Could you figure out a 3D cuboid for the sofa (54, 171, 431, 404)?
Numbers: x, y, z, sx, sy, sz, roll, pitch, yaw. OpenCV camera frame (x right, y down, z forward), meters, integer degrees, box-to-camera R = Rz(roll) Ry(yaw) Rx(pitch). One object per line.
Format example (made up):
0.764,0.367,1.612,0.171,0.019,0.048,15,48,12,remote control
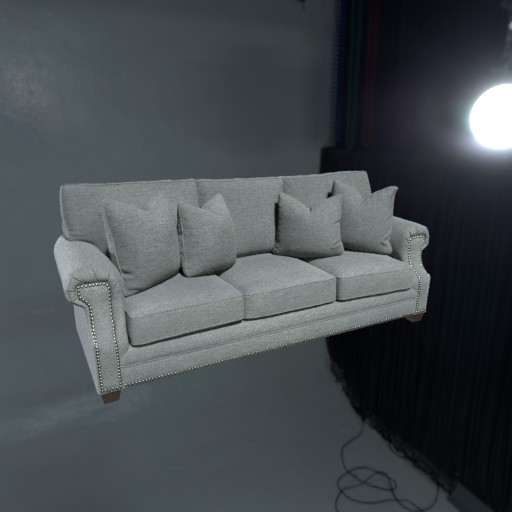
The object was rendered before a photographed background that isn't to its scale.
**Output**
0.000,0.000,2.825,2.312,0.975,0.965,-8,18,-27,sofa
